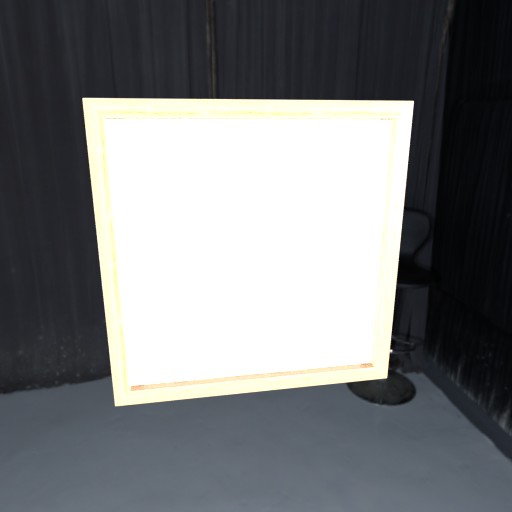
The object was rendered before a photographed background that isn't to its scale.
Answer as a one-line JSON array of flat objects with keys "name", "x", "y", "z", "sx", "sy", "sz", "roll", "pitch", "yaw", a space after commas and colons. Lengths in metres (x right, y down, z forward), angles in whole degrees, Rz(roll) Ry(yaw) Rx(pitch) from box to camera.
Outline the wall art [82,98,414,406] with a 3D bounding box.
[{"name": "wall art", "x": 0.000, "y": 0.000, "z": 0.457, "sx": 0.303, "sy": 0.303, "sz": 0.028, "roll": -3, "pitch": 17, "yaw": -10}]
